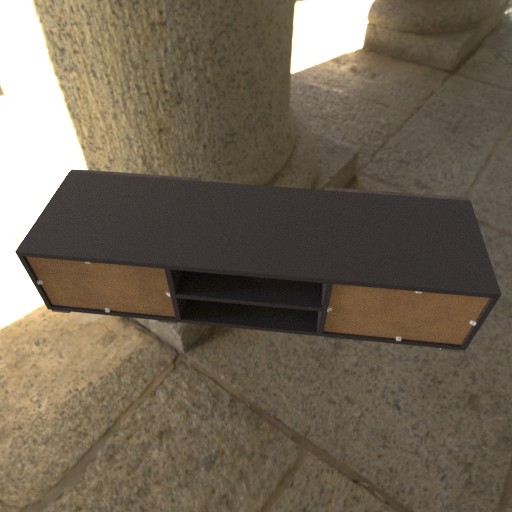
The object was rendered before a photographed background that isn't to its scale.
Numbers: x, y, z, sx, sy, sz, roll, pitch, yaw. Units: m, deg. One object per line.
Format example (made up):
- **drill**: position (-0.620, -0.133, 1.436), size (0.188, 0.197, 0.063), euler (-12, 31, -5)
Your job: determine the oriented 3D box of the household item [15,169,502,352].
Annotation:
- **household item**: position (0.000, 0.000, 1.521), size (1.400, 0.310, 0.420), euler (5, 47, 5)
